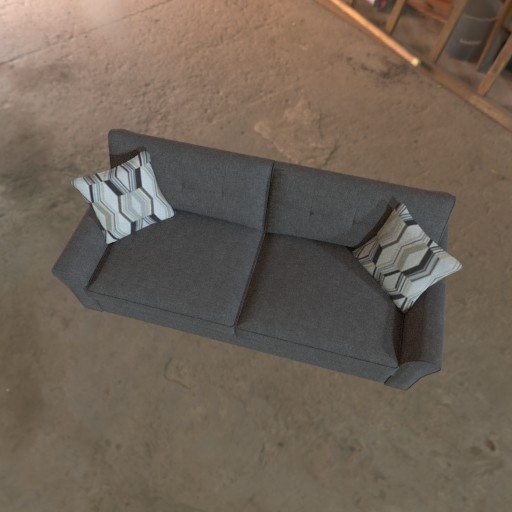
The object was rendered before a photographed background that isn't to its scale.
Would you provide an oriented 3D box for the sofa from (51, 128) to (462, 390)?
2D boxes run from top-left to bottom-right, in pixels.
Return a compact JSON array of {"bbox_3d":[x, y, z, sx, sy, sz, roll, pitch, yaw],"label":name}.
[{"bbox_3d":[0.000,0.000,2.486,2.032,0.813,0.889,13,59,8],"label":"sofa"}]
